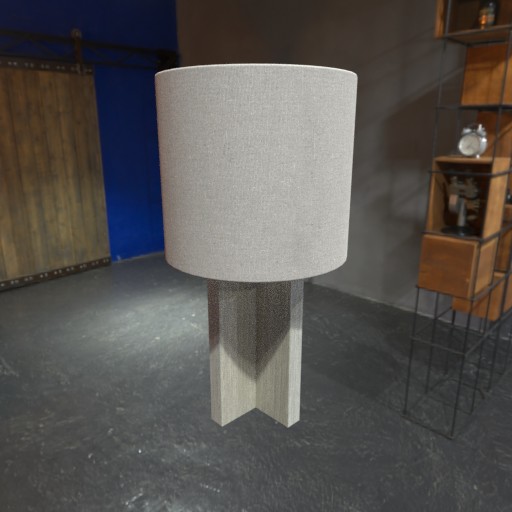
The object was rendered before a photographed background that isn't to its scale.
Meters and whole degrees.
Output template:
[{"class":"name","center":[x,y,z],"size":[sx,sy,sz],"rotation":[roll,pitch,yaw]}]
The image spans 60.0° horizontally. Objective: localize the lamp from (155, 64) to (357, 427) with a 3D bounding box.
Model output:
[{"class":"lamp","center":[0.000,0.000,0.570],"size":[0.229,0.428,0.229],"rotation":[-15,22,-42]}]
